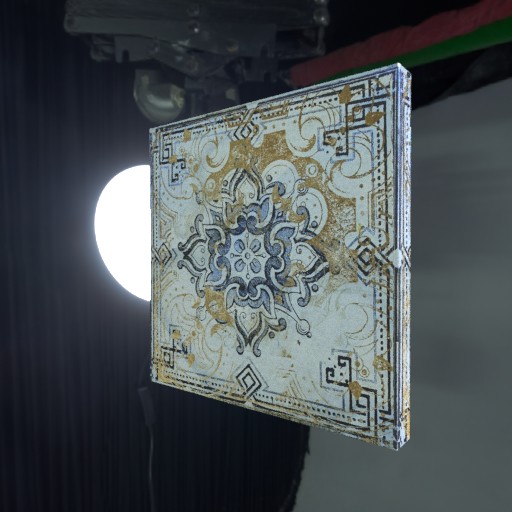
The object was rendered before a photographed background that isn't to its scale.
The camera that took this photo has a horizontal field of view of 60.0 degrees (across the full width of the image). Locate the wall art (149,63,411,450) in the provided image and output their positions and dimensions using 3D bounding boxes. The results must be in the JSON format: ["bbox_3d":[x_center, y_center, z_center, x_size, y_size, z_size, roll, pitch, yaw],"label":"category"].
[{"bbox_3d":[0.000,0.000,0.609,0.411,0.410,0.038,1,1,38],"label":"wall art"}]
